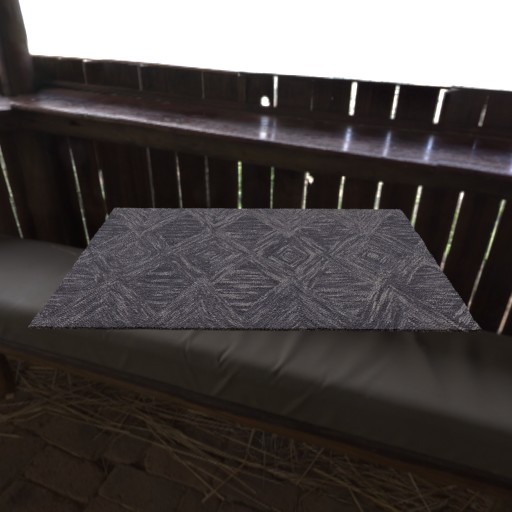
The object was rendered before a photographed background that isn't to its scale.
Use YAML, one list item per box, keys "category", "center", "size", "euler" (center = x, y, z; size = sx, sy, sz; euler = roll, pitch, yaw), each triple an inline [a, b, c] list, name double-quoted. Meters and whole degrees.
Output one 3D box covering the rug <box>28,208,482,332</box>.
- category: "rug"
  center: [0.000, 0.000, 2.279]
  size: [1.814, 0.012, 1.186]
  euler: [0, 30, 1]
